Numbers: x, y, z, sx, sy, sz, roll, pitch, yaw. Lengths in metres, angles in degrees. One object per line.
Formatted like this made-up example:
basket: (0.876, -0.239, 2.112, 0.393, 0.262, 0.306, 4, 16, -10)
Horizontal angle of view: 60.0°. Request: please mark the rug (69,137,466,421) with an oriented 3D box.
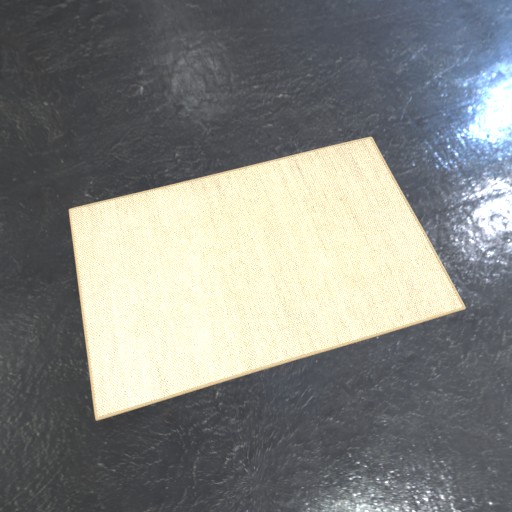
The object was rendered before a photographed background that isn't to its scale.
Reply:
rug: (0.000, 0.000, 2.123, 1.667, 0.013, 1.062, -15, 64, -8)
